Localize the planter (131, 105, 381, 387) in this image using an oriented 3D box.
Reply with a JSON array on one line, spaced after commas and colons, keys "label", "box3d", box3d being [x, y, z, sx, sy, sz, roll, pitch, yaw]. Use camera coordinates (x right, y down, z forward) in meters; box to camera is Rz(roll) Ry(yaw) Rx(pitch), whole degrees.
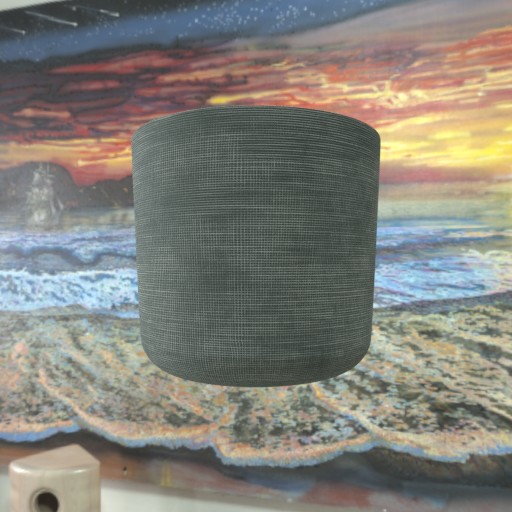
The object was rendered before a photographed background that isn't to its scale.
[{"label": "planter", "box3d": [0.000, 0.000, 0.809, 0.440, 0.398, 0.440, 0, -1, 0]}]
